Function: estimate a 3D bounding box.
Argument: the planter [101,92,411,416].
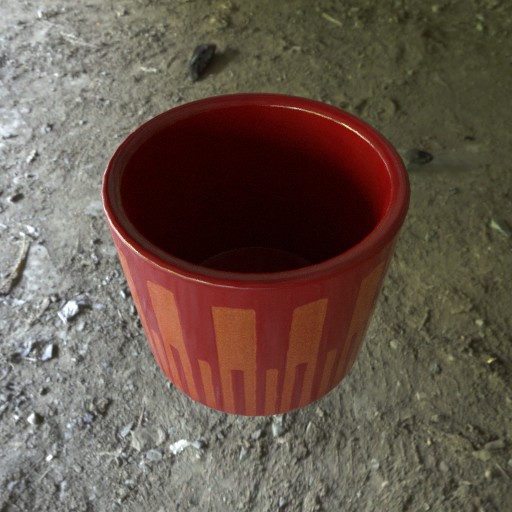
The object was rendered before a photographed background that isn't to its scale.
[{"bbox_3d":[0.000,0.000,0.409,0.230,0.202,0.230,0,48,0],"label":"planter"}]
